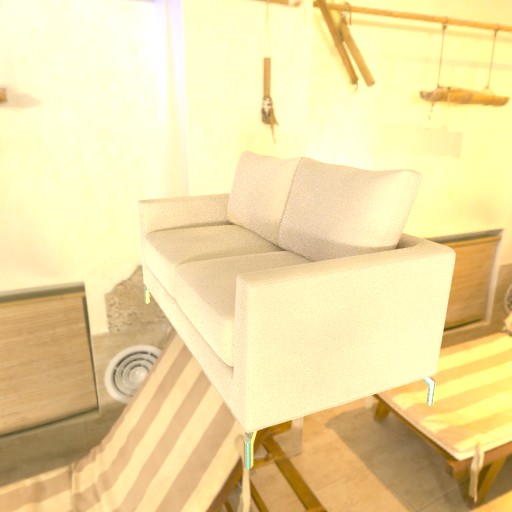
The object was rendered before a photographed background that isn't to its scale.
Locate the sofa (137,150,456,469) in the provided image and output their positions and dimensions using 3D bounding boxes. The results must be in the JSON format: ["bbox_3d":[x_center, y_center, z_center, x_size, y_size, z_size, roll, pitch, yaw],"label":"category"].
[{"bbox_3d":[0.000,0.000,2.317,0.906,0.995,1.739,-8,18,-24],"label":"sofa"}]
